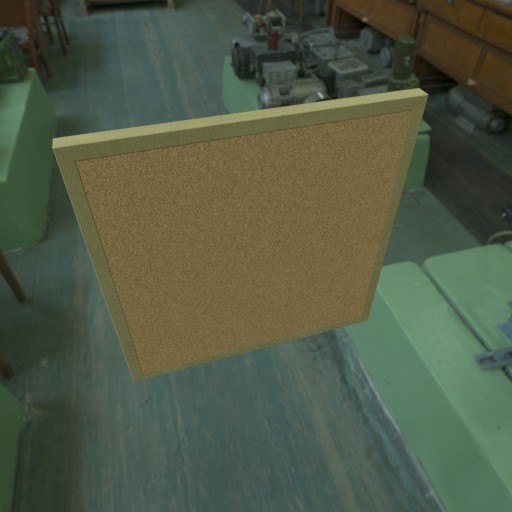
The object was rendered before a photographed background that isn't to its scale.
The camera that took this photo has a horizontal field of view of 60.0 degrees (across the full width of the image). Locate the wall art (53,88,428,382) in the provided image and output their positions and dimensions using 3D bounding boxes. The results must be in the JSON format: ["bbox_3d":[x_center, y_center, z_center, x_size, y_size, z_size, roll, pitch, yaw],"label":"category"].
[{"bbox_3d":[0.000,0.000,1.136,0.763,0.763,0.037,-12,44,-13],"label":"wall art"}]
